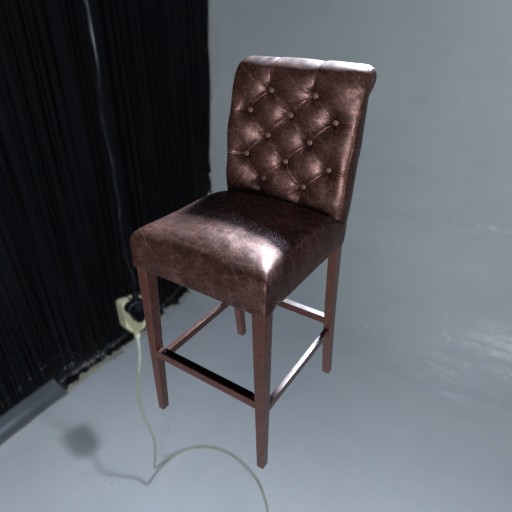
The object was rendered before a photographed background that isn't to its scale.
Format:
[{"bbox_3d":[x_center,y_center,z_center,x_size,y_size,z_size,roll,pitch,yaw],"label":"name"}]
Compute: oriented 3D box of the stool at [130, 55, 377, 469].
[{"bbox_3d":[0.000,0.000,1.492,0.483,1.168,0.659,18,35,28],"label":"stool"}]
